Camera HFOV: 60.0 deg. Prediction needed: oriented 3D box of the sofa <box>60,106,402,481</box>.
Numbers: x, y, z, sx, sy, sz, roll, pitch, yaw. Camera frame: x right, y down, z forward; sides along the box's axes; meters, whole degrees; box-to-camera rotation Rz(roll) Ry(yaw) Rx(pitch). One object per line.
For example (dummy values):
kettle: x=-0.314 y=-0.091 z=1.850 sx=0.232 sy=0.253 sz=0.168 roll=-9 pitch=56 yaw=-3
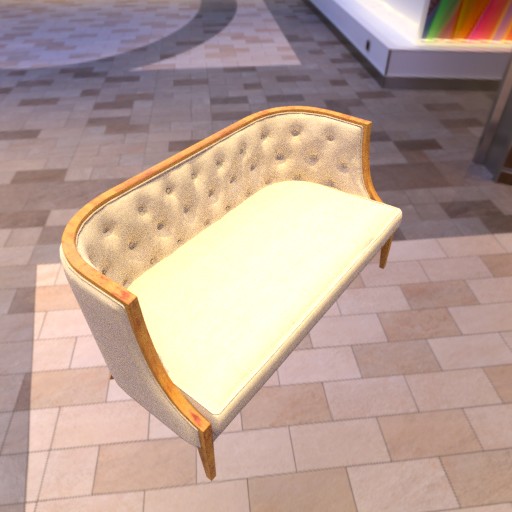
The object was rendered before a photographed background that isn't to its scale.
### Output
sofa: x=0.000 y=0.000 z=1.922 sx=0.770 sy=0.775 sz=1.474 roll=27 pitch=47 yaw=27
